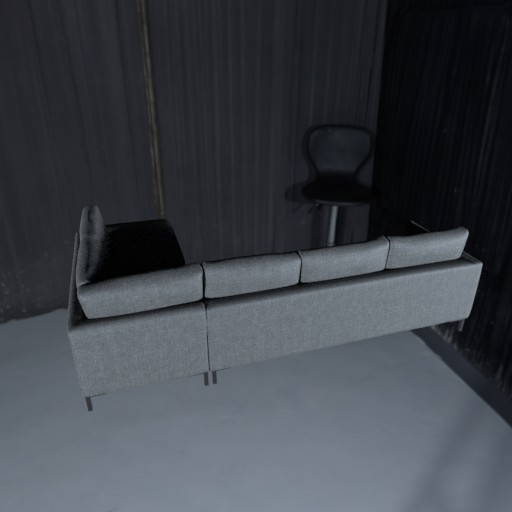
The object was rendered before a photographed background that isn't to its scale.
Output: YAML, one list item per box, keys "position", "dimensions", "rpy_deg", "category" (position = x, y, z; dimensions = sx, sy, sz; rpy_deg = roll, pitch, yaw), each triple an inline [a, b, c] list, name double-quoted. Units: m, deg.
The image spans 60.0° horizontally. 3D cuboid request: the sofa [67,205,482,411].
- position: [0.000, 0.000, 3.834]
  dimensions: [2.972, 0.858, 1.984]
  rpy_deg: [-8, 28, -16]
  category: "sofa"
